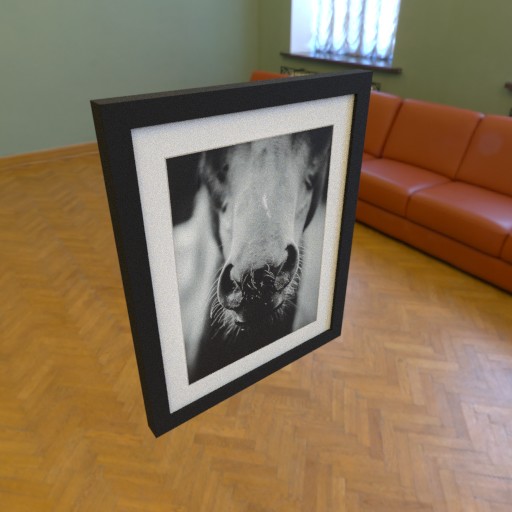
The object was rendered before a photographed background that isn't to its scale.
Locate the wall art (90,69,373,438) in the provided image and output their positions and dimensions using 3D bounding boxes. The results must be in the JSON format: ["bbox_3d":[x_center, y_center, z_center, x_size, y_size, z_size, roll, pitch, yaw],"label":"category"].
[{"bbox_3d":[0.000,0.000,0.760,0.457,0.559,0.033,-20,36,-31],"label":"wall art"}]
